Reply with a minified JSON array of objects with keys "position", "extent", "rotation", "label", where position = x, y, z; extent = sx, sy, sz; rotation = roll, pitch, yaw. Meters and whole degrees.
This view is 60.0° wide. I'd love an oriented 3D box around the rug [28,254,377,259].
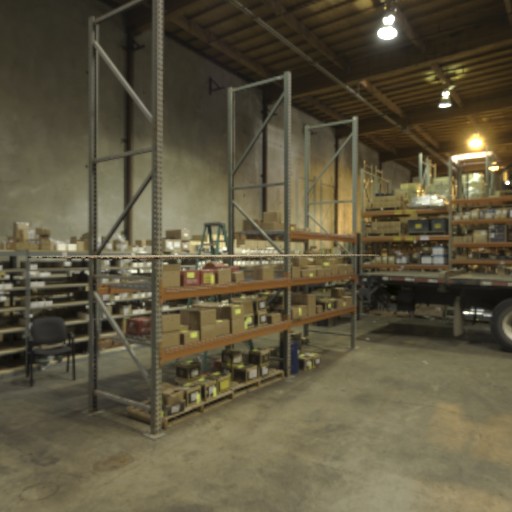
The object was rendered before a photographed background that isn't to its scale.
[{"position":[0.000,0.000,2.919],"extent":[0.762,0.011,2.664],"rotation":[0,0,35],"label":"rug"}]
